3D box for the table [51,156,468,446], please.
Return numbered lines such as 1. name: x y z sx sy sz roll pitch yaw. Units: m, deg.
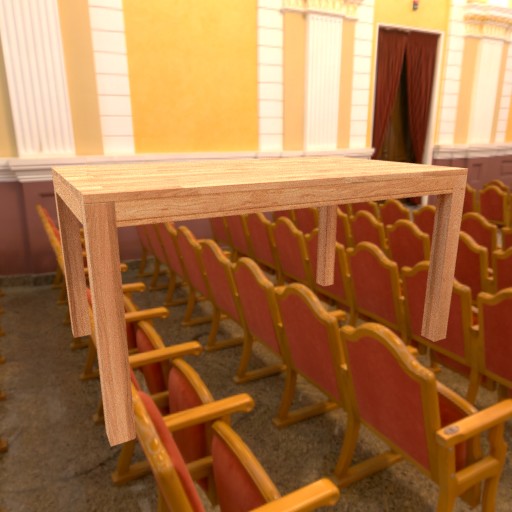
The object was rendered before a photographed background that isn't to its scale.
1. table: 0.000 0.000 1.967 1.500 0.770 0.900 -9 18 -27
